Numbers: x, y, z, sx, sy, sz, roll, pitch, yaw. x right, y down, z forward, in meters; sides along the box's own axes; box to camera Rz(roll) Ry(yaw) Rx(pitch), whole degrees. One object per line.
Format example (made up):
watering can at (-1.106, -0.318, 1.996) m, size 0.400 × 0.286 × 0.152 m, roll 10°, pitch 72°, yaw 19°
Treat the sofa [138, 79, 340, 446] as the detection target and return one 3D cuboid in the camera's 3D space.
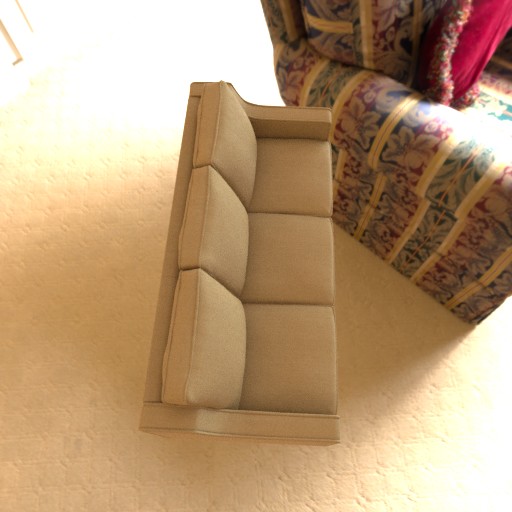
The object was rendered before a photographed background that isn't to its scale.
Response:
sofa at (0.000, 0.000, 2.578) m, size 0.911 × 0.974 × 1.986 m, roll 3°, pitch 65°, yaw 1°
